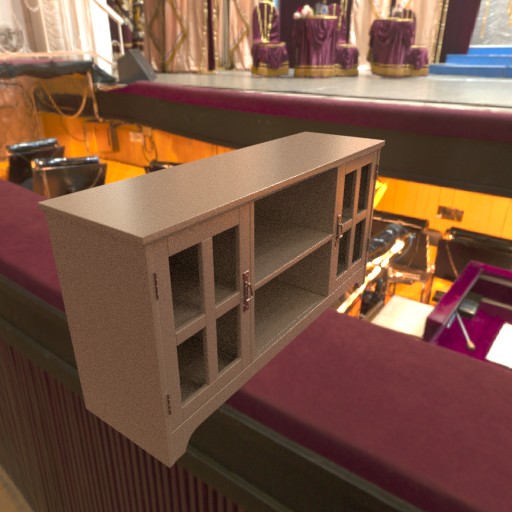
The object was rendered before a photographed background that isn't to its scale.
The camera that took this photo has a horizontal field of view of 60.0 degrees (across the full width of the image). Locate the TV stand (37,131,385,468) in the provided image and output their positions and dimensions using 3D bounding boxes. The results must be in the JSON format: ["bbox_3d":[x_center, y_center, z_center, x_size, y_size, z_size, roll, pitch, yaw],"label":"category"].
[{"bbox_3d":[0.000,0.000,1.439,0.344,0.603,1.167,17,30,32],"label":"TV stand"}]
